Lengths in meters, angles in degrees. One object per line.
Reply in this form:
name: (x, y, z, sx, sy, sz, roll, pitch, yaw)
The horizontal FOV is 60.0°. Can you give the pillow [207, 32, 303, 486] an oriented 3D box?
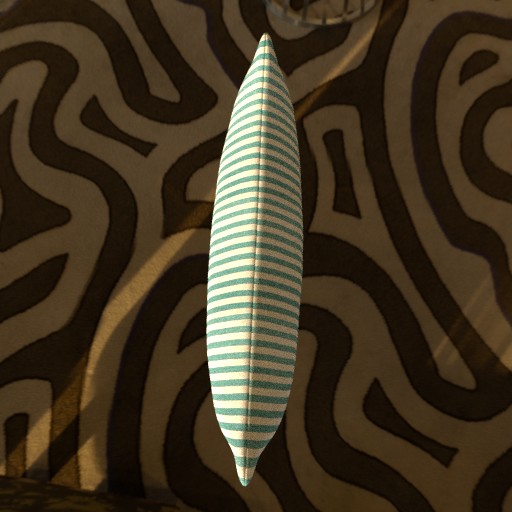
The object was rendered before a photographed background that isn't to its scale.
pillow: (0.000, 0.000, 0.723, 0.151, 0.295, 0.617, 3, 76, 1)
